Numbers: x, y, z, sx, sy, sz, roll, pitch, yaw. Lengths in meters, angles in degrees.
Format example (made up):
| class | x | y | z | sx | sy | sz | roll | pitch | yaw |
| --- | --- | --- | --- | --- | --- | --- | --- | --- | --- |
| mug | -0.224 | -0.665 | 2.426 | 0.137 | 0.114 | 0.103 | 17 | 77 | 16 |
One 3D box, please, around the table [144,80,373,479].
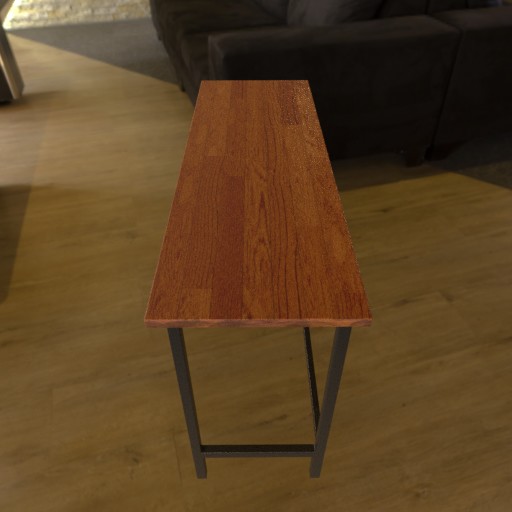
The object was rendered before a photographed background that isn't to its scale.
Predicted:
| class | x | y | z | sx | sy | sz | roll | pitch | yaw |
| --- | --- | --- | --- | --- | --- | --- | --- | --- | --- |
| table | 0.000 | 0.000 | 1.483 | 0.408 | 0.740 | 1.204 | 0 | 41 | 0 |
